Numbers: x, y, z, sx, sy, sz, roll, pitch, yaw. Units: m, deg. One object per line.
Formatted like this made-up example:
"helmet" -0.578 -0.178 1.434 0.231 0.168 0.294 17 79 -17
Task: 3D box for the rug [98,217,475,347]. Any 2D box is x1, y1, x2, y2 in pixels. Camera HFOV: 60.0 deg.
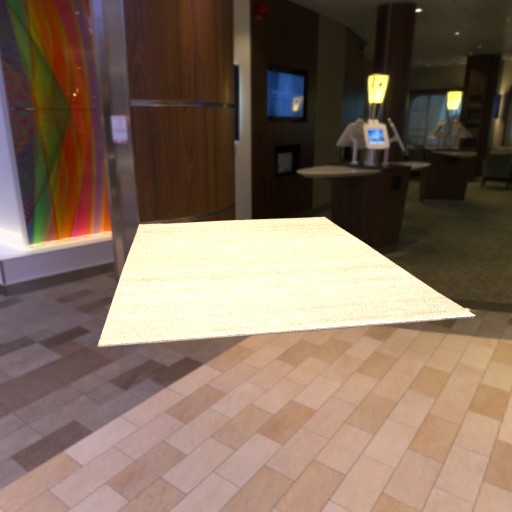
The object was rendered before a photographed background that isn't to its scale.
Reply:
"rug" 0.000 0.000 4.323 2.467 0.046 3.245 -3 17 -9
